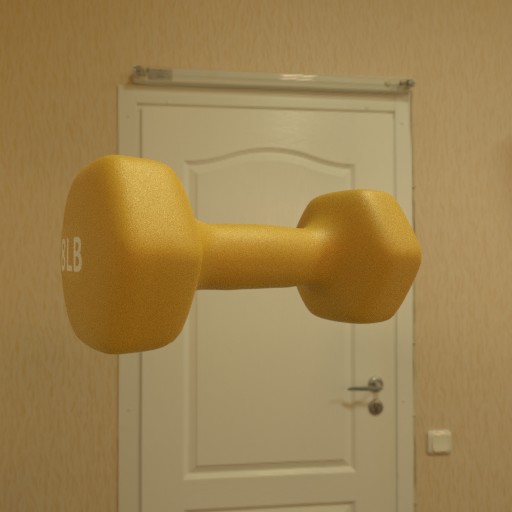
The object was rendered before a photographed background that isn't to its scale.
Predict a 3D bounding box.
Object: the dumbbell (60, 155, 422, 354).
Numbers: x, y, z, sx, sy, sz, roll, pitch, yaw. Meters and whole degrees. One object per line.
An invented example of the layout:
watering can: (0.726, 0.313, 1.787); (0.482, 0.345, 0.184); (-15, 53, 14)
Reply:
dumbbell: (0.000, 0.000, 0.238); (0.190, 0.082, 0.090); (0, -1, -35)
